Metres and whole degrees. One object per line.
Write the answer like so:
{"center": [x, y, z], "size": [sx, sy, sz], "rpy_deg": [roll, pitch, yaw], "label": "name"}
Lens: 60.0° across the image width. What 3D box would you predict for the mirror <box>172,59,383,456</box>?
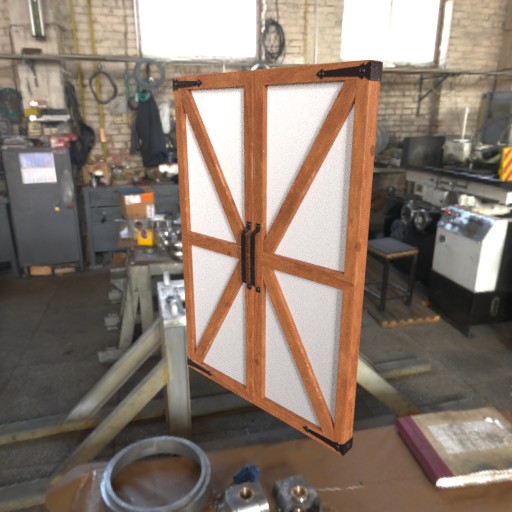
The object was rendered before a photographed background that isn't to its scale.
{"center": [0.000, 0.000, 0.981], "size": [0.517, 0.761, 0.053], "rpy_deg": [16, 24, 41], "label": "mirror"}
